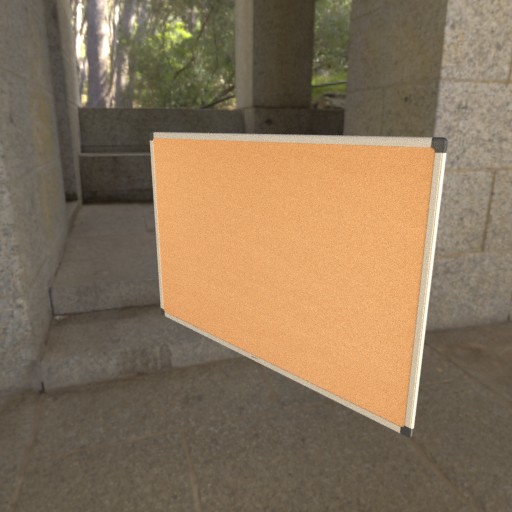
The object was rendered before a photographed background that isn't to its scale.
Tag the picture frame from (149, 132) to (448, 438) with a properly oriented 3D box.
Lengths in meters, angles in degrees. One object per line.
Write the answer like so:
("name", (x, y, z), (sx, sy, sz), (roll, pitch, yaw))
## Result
("picture frame", (0.000, 0.000, 1.129), (0.900, 0.600, 0.010), (15, 22, 42))
